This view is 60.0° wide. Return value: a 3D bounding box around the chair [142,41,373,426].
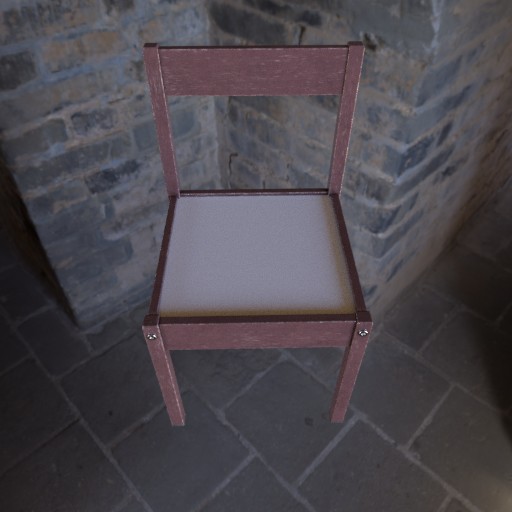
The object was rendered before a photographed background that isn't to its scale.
[{"bbox_3d":[0.000,0.000,0.654,0.285,0.505,0.285,-1,45,-1],"label":"chair"}]
